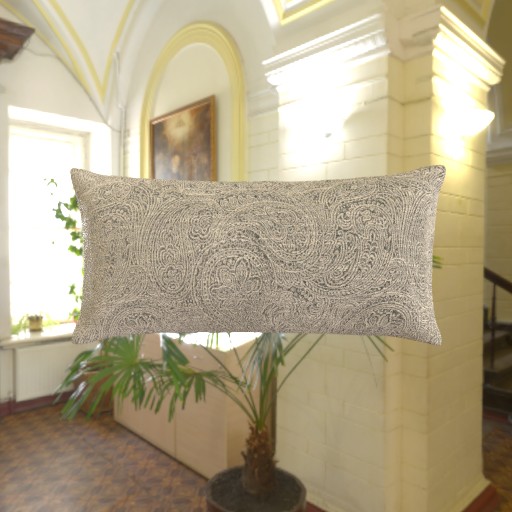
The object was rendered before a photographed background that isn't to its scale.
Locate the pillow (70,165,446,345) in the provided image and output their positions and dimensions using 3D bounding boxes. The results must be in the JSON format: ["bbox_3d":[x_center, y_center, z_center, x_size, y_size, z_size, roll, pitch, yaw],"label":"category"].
[{"bbox_3d":[0.000,0.000,0.728,0.615,0.295,0.151,0,1,2],"label":"pillow"}]
